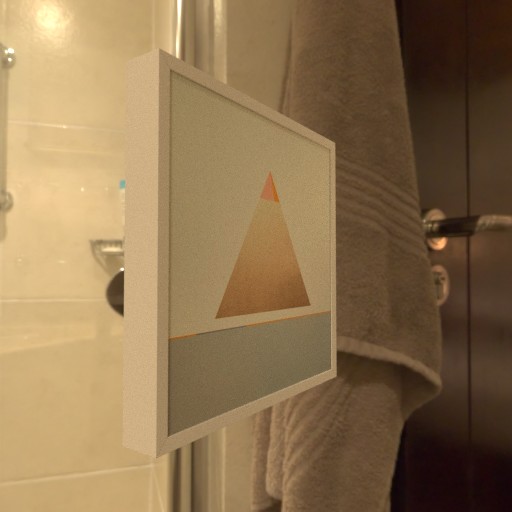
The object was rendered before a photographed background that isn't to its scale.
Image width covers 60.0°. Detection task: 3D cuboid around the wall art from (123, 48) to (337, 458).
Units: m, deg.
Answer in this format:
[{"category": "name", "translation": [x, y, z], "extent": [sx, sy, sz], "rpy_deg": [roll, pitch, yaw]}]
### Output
[{"category": "wall art", "translation": [0.000, 0.000, 0.464], "extent": [0.038, 0.304, 0.305], "rpy_deg": [-1, -2, 35]}]
